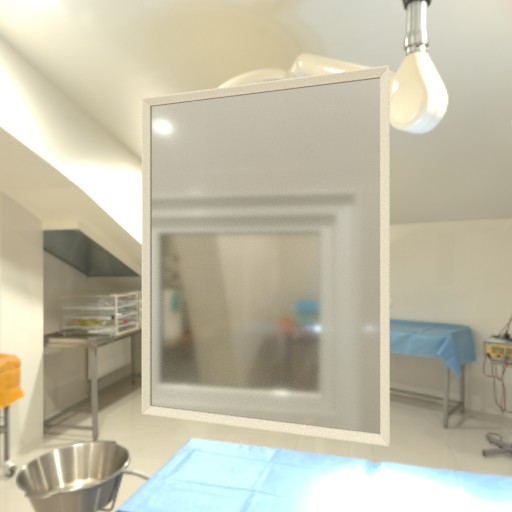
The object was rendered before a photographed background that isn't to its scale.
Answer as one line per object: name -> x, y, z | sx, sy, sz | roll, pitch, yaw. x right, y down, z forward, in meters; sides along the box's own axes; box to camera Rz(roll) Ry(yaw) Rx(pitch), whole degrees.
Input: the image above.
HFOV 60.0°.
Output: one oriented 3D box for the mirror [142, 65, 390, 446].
mirror -> 0.000, 0.000, 1.321 | 0.762, 1.016, 0.041 | 0, 0, 19
